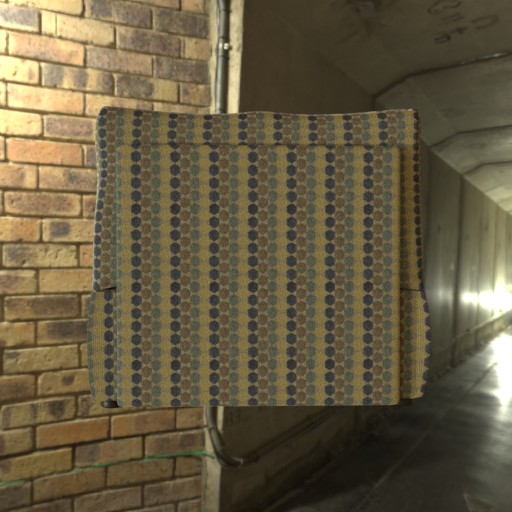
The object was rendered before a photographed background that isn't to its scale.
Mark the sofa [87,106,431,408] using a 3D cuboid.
[{"bbox_3d":[0.000,0.000,1.672,0.930,0.830,1.000,0,0,-1],"label":"sofa"}]
